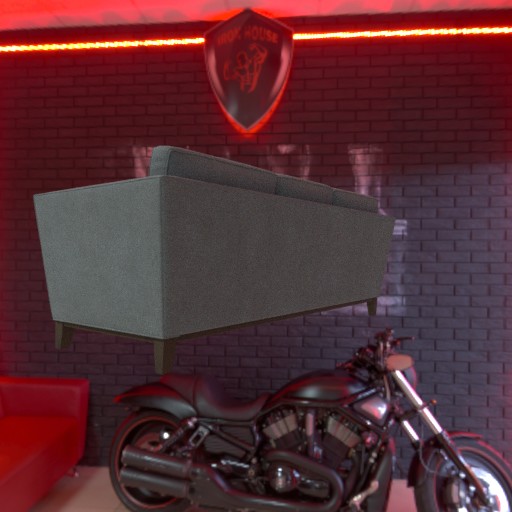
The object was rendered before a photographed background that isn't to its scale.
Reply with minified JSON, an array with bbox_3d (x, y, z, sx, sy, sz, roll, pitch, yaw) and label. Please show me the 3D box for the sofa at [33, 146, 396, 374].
[{"bbox_3d":[0.000,0.000,2.849,0.965,0.940,2.387,0,0,38],"label":"sofa"}]
